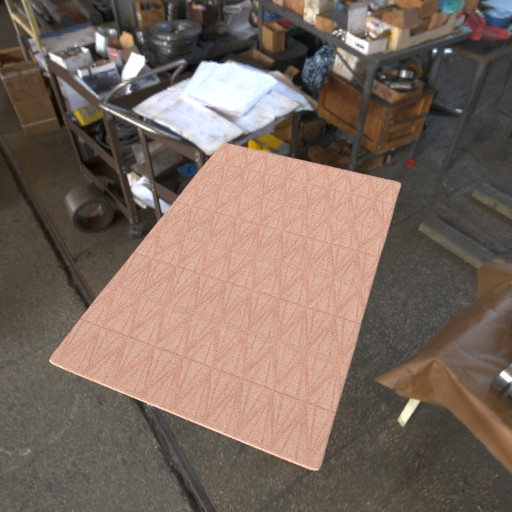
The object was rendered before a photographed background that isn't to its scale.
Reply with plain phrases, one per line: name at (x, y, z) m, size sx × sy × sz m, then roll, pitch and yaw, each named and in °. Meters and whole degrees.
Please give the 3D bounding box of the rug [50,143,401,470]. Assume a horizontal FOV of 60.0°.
rug at (0.000, 0.000, 3.056) m, size 1.609 × 0.015 × 2.390 m, roll 16°, pitch 49°, yaw 15°
